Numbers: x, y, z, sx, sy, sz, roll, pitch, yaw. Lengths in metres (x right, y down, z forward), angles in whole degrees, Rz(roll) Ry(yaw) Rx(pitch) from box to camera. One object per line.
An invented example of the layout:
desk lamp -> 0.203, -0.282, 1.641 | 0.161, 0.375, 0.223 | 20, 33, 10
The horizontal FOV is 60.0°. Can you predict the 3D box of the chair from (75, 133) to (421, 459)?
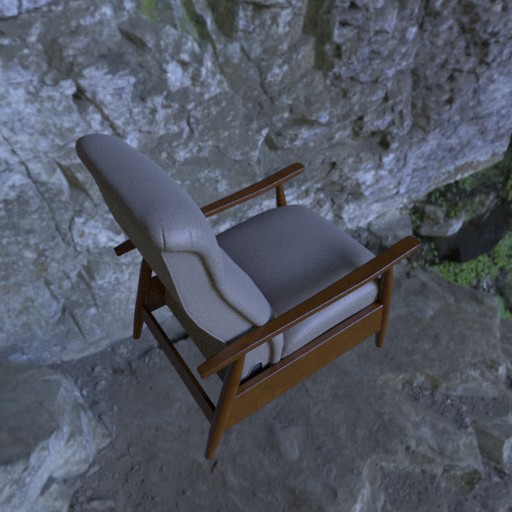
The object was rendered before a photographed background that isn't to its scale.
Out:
chair -> 0.000, 0.000, 1.775 | 1.032, 1.082, 0.762 | -24, 47, -25
